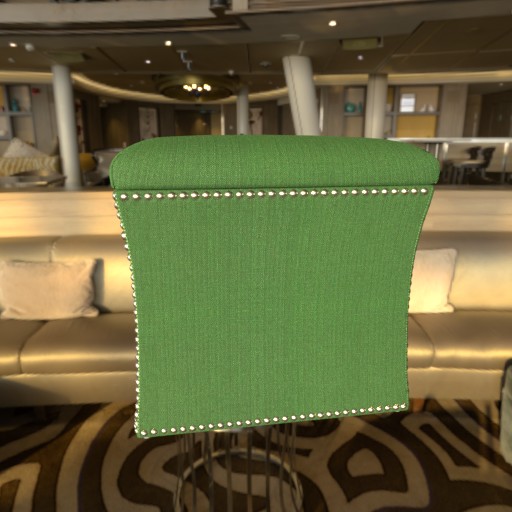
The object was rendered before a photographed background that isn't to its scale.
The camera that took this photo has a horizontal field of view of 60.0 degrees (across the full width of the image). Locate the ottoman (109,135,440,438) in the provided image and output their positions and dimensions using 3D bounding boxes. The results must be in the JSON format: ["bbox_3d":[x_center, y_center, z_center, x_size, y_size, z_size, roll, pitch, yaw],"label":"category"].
[{"bbox_3d":[0.000,0.000,0.900,0.497,0.475,0.507,-2,15,-9],"label":"ottoman"}]
